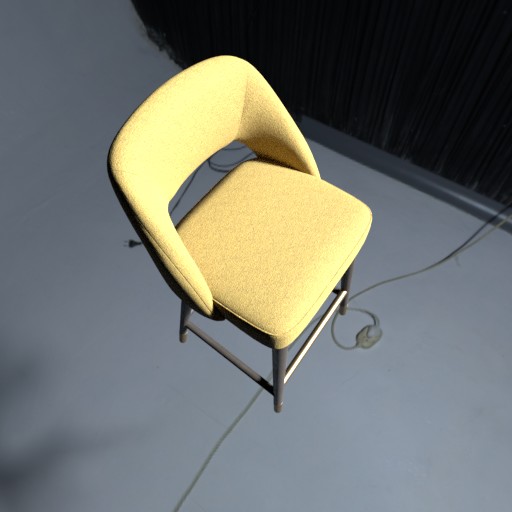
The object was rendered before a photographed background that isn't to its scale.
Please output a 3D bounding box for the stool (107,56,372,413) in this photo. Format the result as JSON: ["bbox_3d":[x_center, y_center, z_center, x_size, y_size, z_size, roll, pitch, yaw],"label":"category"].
[{"bbox_3d":[0.000,0.000,1.273,0.522,0.939,0.536,31,63,18],"label":"stool"}]
